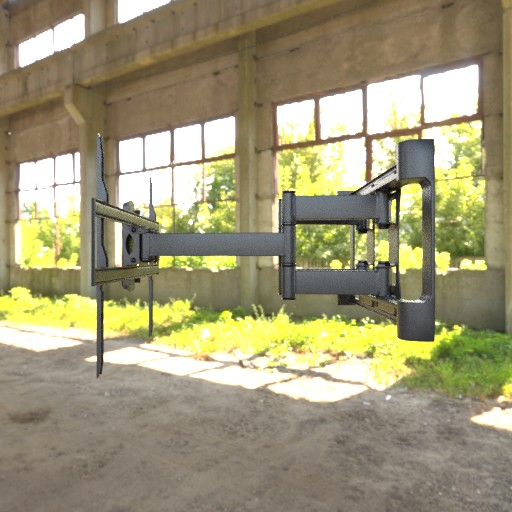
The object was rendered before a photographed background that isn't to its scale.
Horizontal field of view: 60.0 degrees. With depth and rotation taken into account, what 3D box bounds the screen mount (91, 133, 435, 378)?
[{"bbox_3d":[0.000,0.000,0.963,0.556,0.424,0.571,0,0,-1],"label":"screen mount"}]
